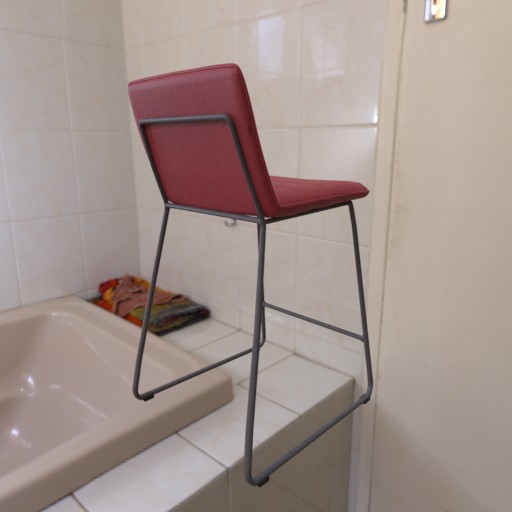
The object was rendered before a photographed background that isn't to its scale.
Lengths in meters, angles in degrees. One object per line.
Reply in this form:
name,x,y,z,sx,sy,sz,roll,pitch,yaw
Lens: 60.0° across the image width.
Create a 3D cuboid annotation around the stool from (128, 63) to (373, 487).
stool,0.000,0.000,1.177,0.524,0.866,0.489,-14,20,-43
